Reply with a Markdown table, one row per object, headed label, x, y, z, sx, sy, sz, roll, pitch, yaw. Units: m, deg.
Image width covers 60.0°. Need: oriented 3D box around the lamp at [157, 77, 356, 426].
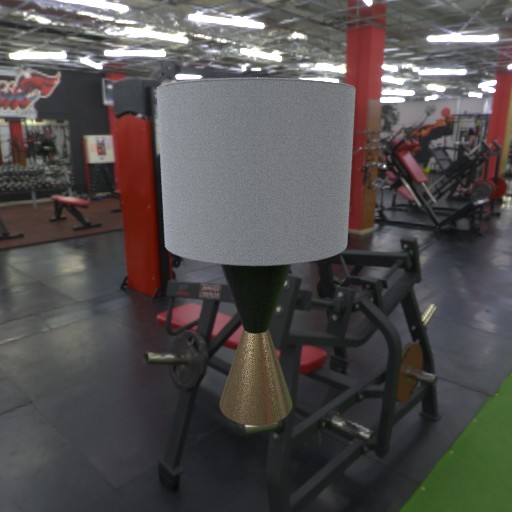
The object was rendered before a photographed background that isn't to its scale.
| label | x | y | z | sx | sy | sz | roll | pitch | yaw |
| --- | --- | --- | --- | --- | --- | --- | --- | --- | --- |
| lamp | 0.000 | 0.000 | 0.761 | 0.304 | 0.573 | 0.304 | -14 | 20 | -42 |
